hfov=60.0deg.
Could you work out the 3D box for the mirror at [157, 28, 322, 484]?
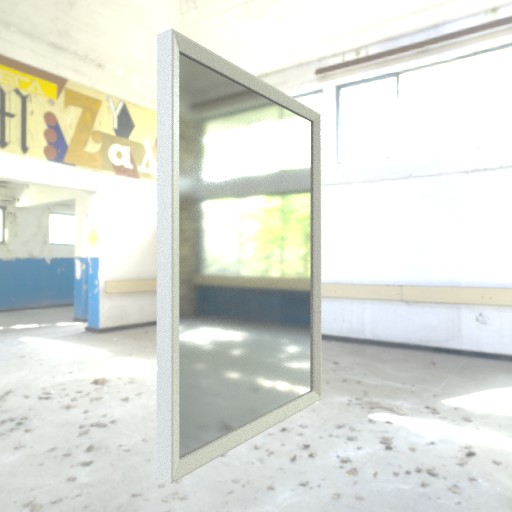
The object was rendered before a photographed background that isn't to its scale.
[{"bbox_3d":[0.000,0.000,0.907,0.039,0.710,0.507,0,0,36],"label":"mirror"}]
